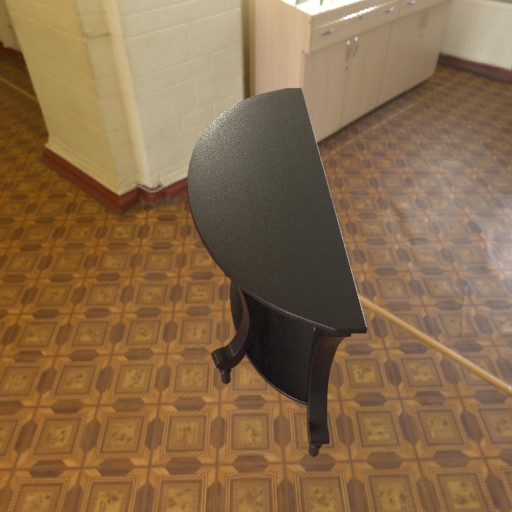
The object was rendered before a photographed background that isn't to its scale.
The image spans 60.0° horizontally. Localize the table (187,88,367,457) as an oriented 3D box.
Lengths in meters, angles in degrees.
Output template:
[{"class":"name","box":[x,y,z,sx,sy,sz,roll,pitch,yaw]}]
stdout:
[{"class":"table","box":[0.000,0.000,1.524,0.394,0.692,1.198,-1,42,-1]}]
